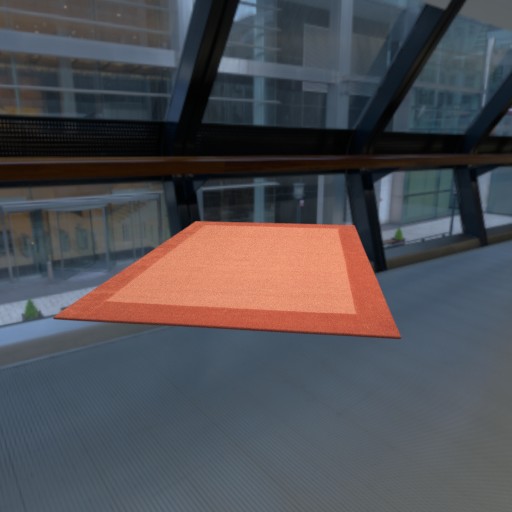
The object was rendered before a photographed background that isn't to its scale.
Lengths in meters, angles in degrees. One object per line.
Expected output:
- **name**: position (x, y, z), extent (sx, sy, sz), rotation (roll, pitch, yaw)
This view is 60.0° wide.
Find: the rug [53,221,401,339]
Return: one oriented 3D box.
- **rug**: position (0.000, 0.000, 3.067), extent (1.524, 0.014, 2.438), rotation (2, 15, 7)
